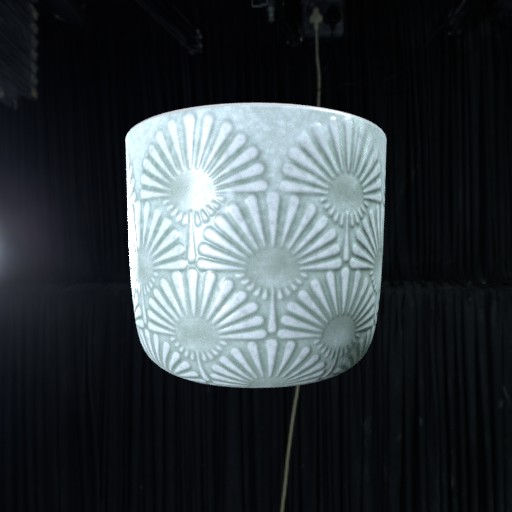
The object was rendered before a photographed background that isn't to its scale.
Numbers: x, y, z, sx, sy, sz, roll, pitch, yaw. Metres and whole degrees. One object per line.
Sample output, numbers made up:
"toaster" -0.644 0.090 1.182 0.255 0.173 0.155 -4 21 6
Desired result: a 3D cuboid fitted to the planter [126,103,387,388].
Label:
"planter" 0.000 0.000 0.219 0.124 0.109 0.124 0 0 0
